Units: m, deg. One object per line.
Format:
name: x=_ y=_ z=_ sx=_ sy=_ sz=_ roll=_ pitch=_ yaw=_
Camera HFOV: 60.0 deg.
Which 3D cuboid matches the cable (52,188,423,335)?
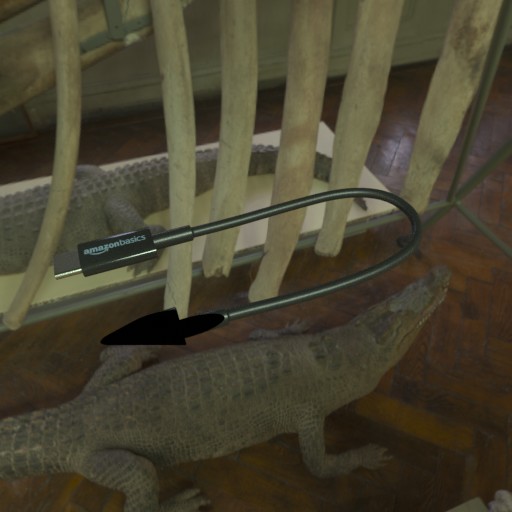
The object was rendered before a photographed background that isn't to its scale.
cable: x=0.000 y=0.000 z=0.115 sx=0.098 sy=0.006 sz=0.040 roll=-16 pitch=48 yaw=-15
